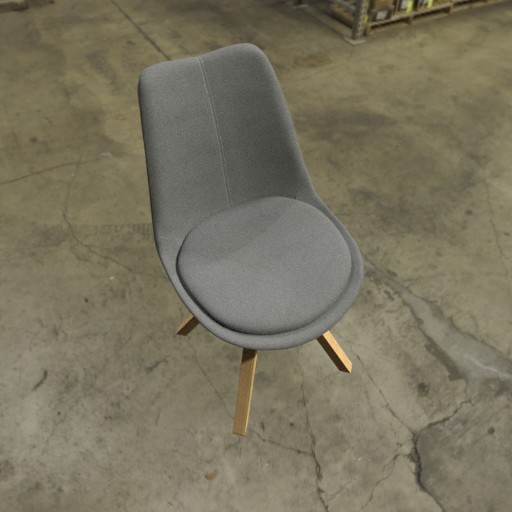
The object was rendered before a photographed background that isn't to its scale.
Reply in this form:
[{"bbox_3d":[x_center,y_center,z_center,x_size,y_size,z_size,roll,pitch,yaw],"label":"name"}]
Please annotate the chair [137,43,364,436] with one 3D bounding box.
[{"bbox_3d":[0.000,0.000,1.167,0.474,0.863,0.549,-24,52,-20],"label":"chair"}]
